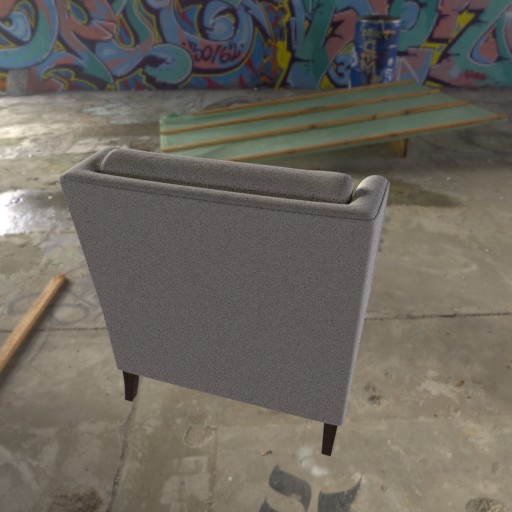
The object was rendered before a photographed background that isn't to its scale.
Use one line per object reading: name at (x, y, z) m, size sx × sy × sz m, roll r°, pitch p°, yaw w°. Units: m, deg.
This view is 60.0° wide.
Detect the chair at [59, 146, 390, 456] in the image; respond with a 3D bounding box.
chair at (0.000, 0.000, 1.864) m, size 0.982 × 1.056 × 1.040 m, roll 10°, pitch 33°, yaw 15°
